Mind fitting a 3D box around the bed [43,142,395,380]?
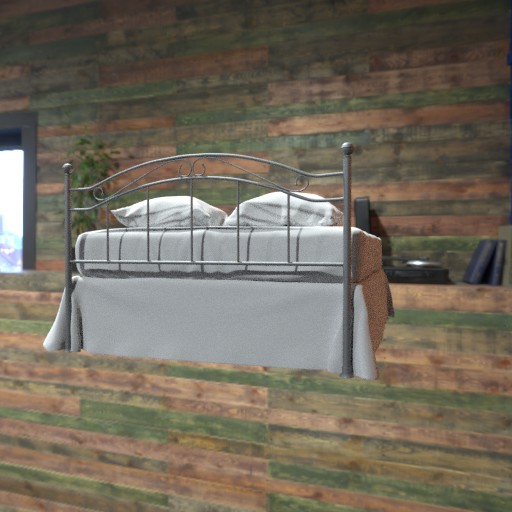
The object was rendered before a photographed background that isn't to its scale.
[{"bbox_3d":[0.000,0.000,3.296,1.936,1.080,2.215,0,1,19],"label":"bed"}]
